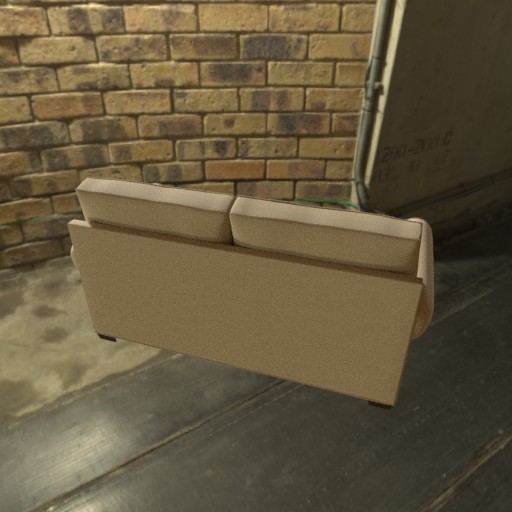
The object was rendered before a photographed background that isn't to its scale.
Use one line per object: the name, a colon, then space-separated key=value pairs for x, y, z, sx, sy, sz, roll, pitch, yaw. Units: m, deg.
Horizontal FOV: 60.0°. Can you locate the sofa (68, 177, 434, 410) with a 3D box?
sofa: x=0.000 y=0.000 z=2.383 sx=1.774 sy=0.933 sz=0.861 roll=10 pitch=33 yaw=15
